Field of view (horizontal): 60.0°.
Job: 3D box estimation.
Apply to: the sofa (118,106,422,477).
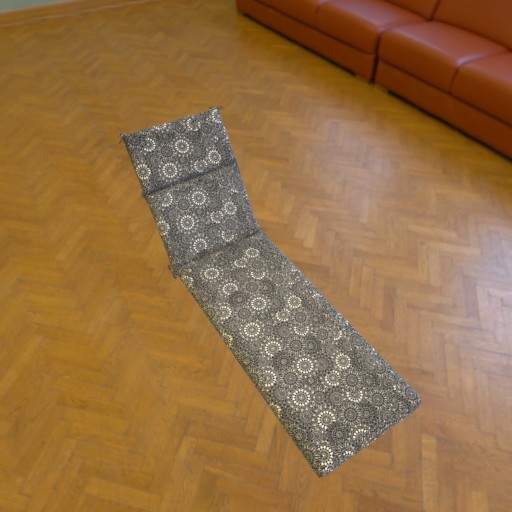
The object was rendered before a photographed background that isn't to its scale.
[{"bbox_3d":[0.000,0.000,1.963,0.582,0.622,1.663,-25,51,-22],"label":"sofa"}]
